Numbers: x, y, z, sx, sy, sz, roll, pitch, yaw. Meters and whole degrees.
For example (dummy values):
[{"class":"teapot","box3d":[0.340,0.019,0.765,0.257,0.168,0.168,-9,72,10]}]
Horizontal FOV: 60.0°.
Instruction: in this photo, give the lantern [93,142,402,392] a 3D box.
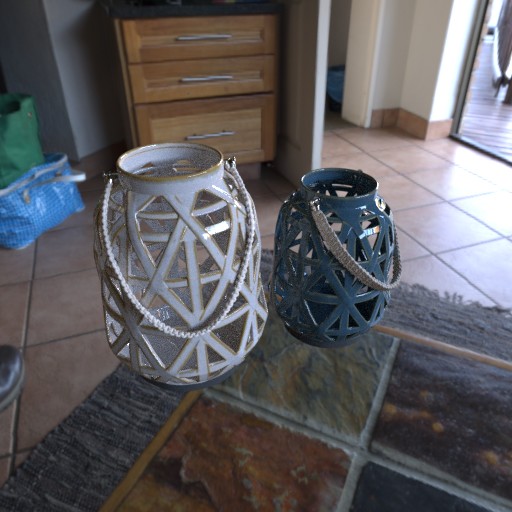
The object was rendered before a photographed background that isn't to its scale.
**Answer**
[{"class":"lantern","box3d":[0.000,0.000,0.629,0.439,0.307,0.245,-10,33,-15]}]
